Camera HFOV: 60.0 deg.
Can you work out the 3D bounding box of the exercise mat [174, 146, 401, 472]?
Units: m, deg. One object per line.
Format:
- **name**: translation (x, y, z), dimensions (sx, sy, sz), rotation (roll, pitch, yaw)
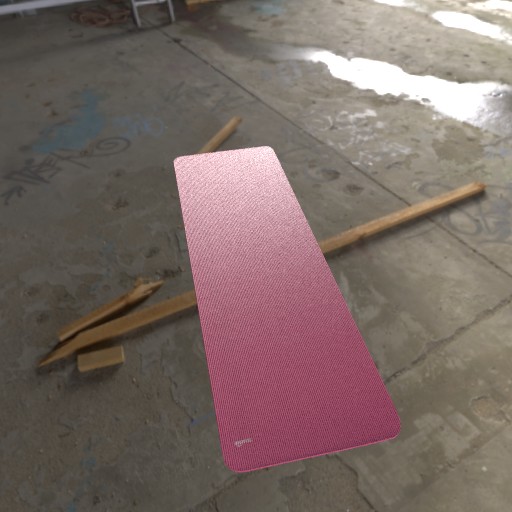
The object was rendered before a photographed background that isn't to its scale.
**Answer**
- **exercise mat**: translation (0.000, 0.000, 2.092), dimensions (0.616, 0.021, 1.884), rotation (-9, 45, -9)
